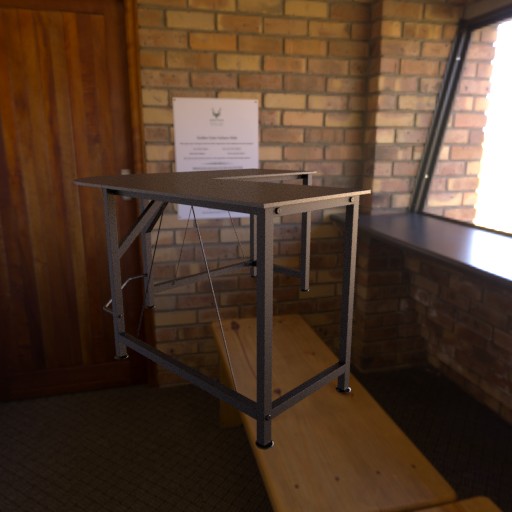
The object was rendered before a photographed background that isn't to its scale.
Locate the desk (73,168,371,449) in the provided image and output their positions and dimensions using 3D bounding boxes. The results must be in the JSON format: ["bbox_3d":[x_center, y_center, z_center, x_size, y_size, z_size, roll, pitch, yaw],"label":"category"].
[{"bbox_3d":[0.000,0.000,2.196,1.400,0.762,1.400,13,19,42],"label":"desk"}]
